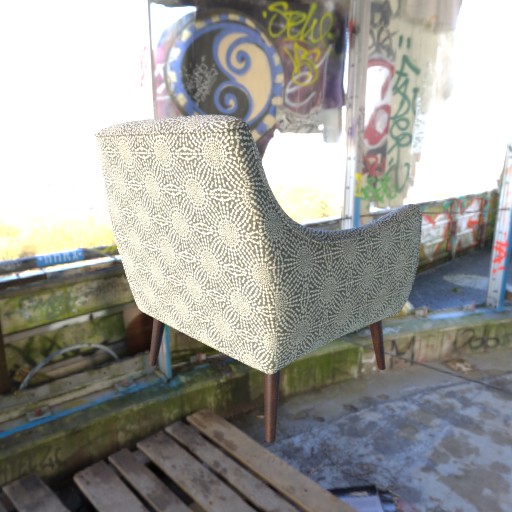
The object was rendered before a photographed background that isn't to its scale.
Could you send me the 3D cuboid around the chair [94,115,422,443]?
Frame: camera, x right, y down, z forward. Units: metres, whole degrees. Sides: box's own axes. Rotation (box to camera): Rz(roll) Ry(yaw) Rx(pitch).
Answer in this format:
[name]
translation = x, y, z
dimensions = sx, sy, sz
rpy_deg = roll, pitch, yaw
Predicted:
[chair]
translation = 0.000, 0.000, 1.450
dimensions = 0.787, 0.838, 0.762
rpy_deg = -13, 19, -43
